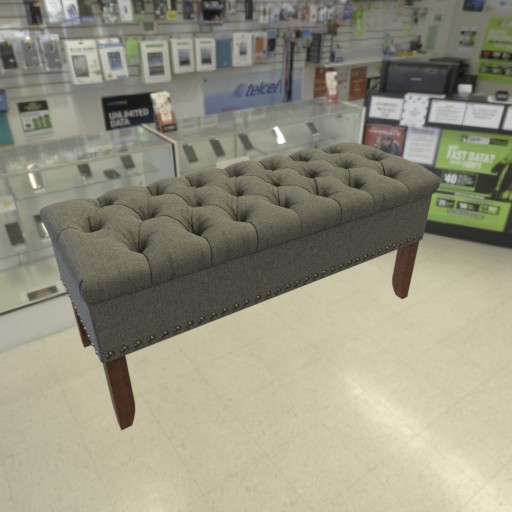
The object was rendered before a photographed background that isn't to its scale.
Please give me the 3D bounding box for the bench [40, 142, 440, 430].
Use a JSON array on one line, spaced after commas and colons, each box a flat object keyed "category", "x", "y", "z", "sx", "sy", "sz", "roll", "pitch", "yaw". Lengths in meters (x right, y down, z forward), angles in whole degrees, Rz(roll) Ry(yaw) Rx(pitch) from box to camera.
[{"category": "bench", "x": 0.000, "y": 0.000, "z": 1.322, "sx": 1.052, "sy": 0.470, "sz": 0.417, "roll": -18, "pitch": 35, "yaw": -28}]
